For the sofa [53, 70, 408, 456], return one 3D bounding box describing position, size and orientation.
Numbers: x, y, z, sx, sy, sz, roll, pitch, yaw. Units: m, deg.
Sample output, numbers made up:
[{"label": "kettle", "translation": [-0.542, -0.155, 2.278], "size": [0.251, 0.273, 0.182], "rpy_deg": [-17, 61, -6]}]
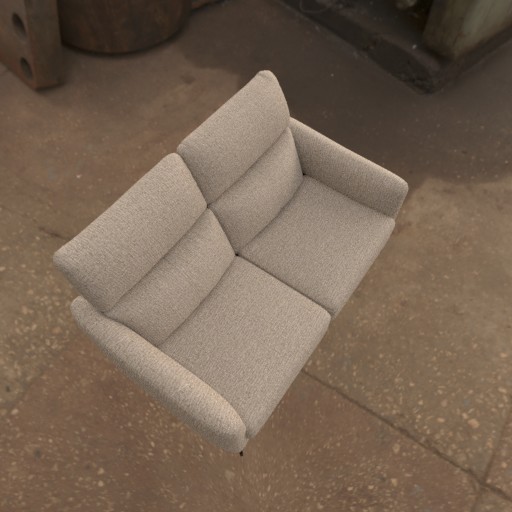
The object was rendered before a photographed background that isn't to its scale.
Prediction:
[{"label": "sofa", "translation": [0.000, 0.000, 2.117], "size": [0.905, 0.950, 1.540], "rpy_deg": [31, 63, 18]}]
